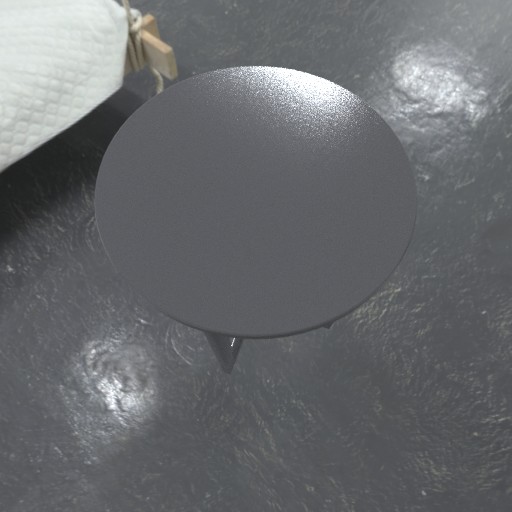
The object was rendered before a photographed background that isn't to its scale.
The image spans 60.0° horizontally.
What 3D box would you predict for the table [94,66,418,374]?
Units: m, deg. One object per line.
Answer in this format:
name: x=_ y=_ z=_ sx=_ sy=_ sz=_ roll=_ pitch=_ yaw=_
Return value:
table: x=0.000 y=0.000 z=0.940 sx=0.500 sy=0.550 sz=0.500 roll=0 pitch=64 yaw=0
